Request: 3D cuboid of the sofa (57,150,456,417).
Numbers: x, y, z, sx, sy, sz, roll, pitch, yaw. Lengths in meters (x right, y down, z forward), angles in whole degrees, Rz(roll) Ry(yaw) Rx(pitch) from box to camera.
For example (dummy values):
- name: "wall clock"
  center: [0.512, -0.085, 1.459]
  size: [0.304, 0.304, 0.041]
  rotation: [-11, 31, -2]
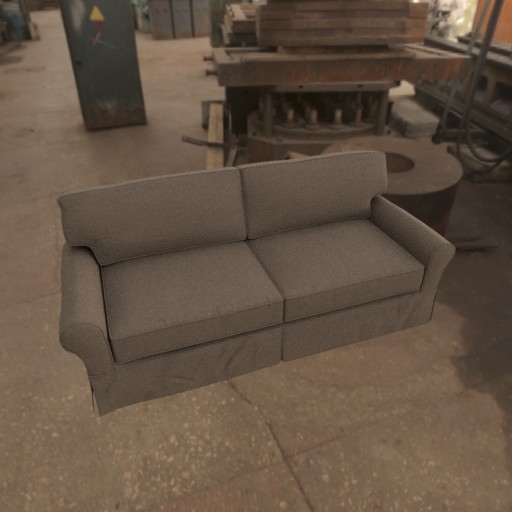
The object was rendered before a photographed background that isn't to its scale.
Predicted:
- name: "sofa"
  center: [0.000, 0.000, 2.734]
  size: [2.248, 0.943, 0.991]
  rotation: [-11, 34, -17]
